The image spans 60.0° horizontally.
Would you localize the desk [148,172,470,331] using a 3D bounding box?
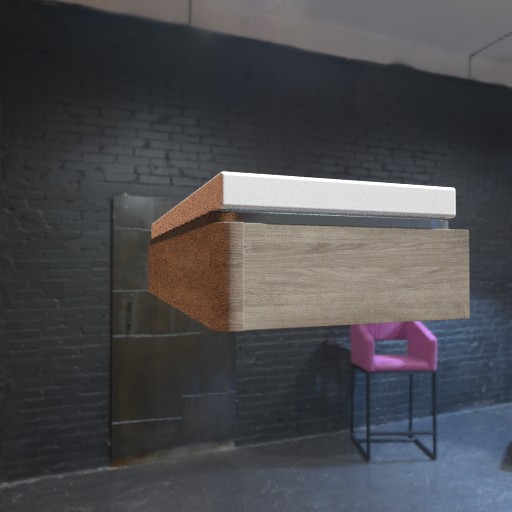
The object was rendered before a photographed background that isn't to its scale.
[{"bbox_3d":[0.000,0.000,2.266,0.900,0.455,1.900,0,-1,-19],"label":"desk"}]
